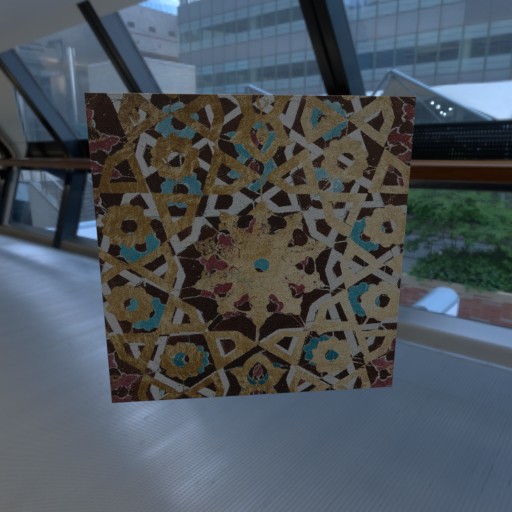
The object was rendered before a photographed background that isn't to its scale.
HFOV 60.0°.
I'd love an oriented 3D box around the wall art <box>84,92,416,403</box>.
[{"bbox_3d":[0.000,0.000,1.112,0.757,0.762,0.028,-1,14,-6],"label":"wall art"}]
